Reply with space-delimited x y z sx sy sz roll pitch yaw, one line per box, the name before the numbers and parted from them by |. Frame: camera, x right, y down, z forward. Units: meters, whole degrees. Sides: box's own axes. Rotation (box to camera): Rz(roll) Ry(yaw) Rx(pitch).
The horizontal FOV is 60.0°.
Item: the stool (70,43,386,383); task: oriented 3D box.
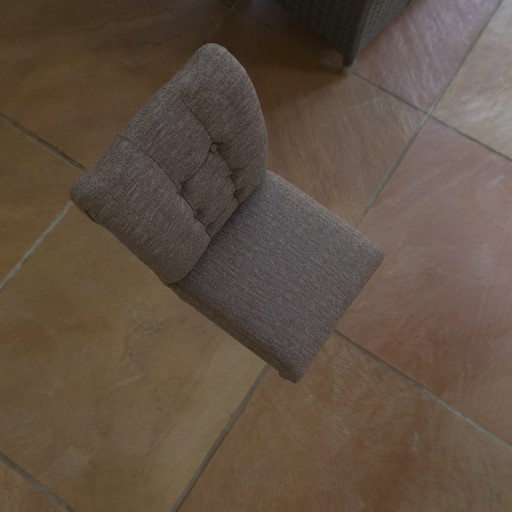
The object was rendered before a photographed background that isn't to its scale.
stool | 0.000 0.000 1.294 0.611 0.970 0.457 36 78 9
